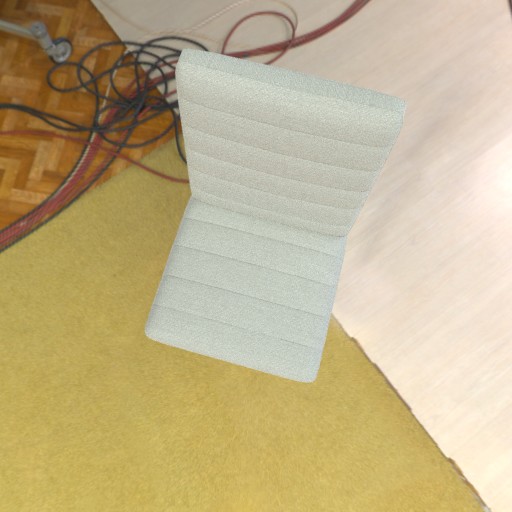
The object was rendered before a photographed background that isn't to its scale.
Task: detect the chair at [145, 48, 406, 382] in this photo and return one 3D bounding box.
[{"bbox_3d":[0.000,0.000,1.322,0.520,0.930,0.634,15,76,4],"label":"chair"}]
